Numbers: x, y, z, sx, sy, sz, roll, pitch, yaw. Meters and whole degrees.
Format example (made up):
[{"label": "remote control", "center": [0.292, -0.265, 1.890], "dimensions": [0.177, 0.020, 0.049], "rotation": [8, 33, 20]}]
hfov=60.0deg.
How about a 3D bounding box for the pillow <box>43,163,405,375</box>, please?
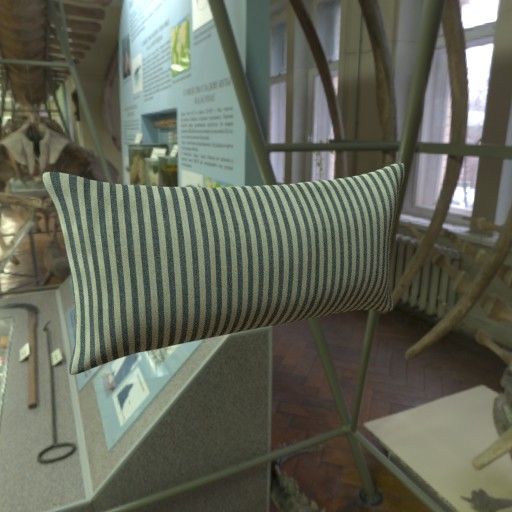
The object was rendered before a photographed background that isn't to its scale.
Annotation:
[{"label": "pillow", "center": [0.000, 0.000, 0.743], "dimensions": [0.617, 0.295, 0.151], "rotation": [-7, 16, -25]}]
